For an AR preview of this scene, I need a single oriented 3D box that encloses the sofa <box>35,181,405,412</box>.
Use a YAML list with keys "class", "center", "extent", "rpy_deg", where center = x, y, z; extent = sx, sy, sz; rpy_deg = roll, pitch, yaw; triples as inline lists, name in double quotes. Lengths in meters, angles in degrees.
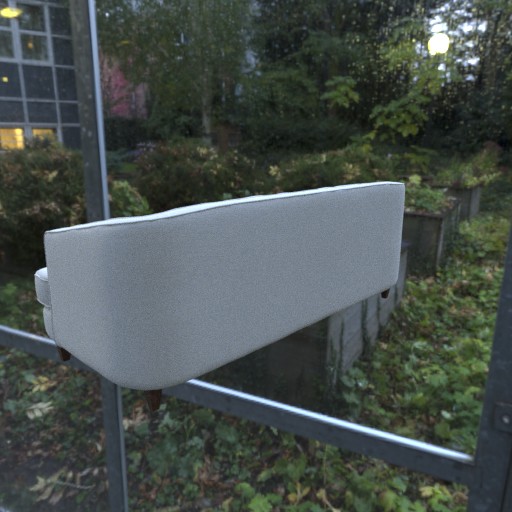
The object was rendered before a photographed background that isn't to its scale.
- class: "sofa"
  center: [0.000, 0.000, 2.681]
  extent: [0.941, 0.855, 2.278]
  rpy_deg: [14, 20, 43]
